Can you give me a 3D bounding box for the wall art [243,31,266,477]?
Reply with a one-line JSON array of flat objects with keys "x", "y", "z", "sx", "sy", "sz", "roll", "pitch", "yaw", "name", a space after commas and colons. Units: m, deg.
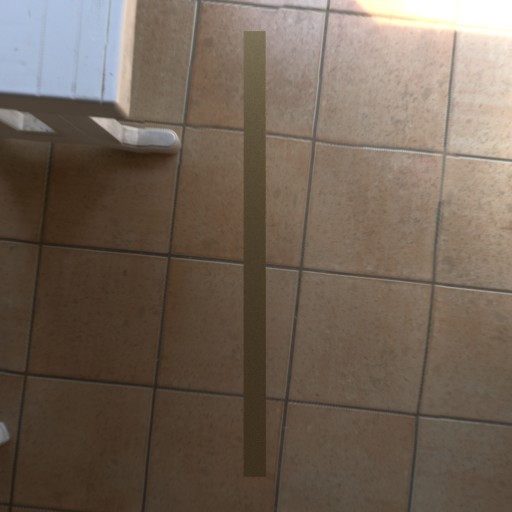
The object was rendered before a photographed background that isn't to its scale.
[{"x": 0.000, "y": 0.000, "z": 1.137, "sx": 0.038, "sy": 0.762, "sz": 0.762, "roll": 0, "pitch": 89, "yaw": 0, "name": "wall art"}]
